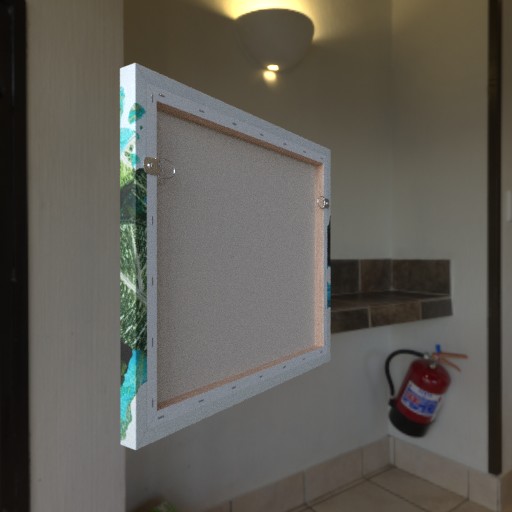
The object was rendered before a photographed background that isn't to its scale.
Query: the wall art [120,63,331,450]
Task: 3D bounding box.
[{"bbox_3d":[0.000,0.000,0.997,0.043,0.610,0.711,0,0,35],"label":"wall art"}]
